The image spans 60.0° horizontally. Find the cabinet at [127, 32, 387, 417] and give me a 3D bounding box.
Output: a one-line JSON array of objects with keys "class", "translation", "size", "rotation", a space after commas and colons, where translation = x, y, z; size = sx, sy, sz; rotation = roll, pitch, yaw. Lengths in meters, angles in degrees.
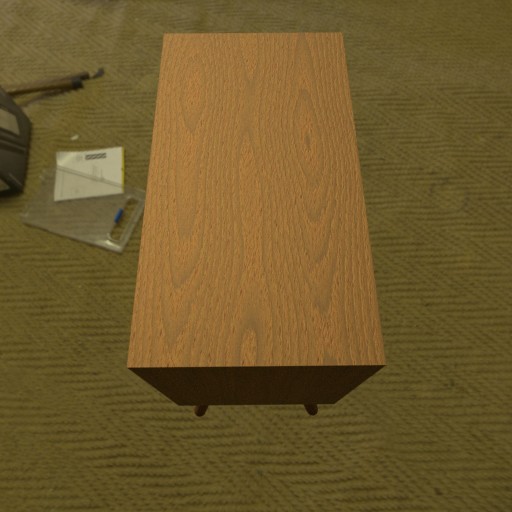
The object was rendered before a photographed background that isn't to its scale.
[{"class": "cabinet", "translation": [0.000, 0.000, 1.141], "size": [0.388, 0.748, 0.712], "rotation": [-1, 65, 0]}]
